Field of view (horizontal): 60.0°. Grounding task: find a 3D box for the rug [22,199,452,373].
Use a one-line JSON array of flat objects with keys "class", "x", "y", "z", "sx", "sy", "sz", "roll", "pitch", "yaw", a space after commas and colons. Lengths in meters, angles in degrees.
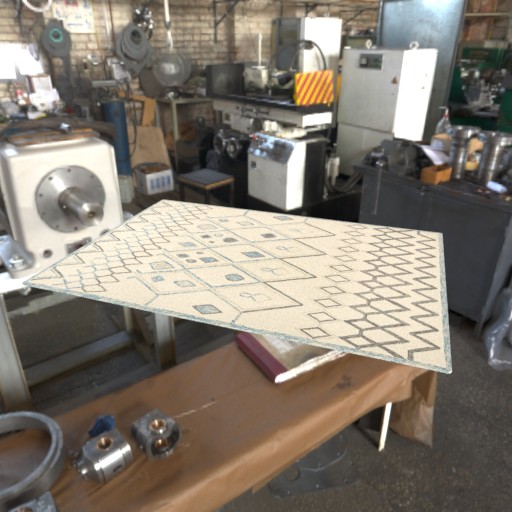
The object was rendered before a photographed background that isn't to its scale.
[{"class": "rug", "x": 0.000, "y": 0.000, "z": 2.276, "sx": 1.820, "sy": 0.009, "sz": 1.260, "roll": 9, "pitch": 27, "yaw": 17}]
